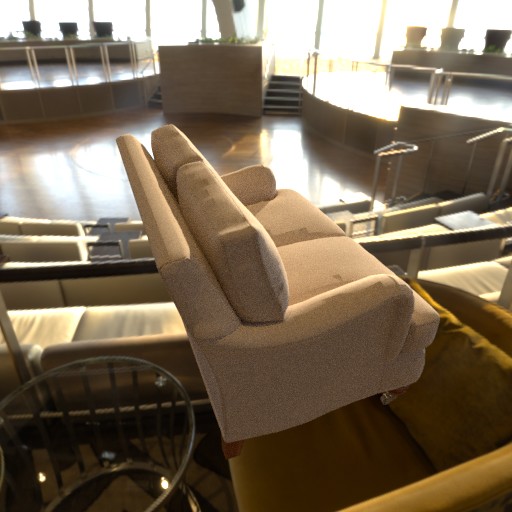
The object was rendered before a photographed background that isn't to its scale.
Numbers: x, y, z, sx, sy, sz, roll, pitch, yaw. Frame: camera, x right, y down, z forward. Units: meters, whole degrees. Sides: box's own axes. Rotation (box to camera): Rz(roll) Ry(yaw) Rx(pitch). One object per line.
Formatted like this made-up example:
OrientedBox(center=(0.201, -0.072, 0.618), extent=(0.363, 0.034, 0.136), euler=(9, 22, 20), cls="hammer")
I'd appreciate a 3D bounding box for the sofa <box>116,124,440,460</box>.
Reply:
OrientedBox(center=(0.000, 0.000, 2.183), extent=(1.087, 1.048, 1.508), euler=(-10, 32, -17), cls="sofa")
